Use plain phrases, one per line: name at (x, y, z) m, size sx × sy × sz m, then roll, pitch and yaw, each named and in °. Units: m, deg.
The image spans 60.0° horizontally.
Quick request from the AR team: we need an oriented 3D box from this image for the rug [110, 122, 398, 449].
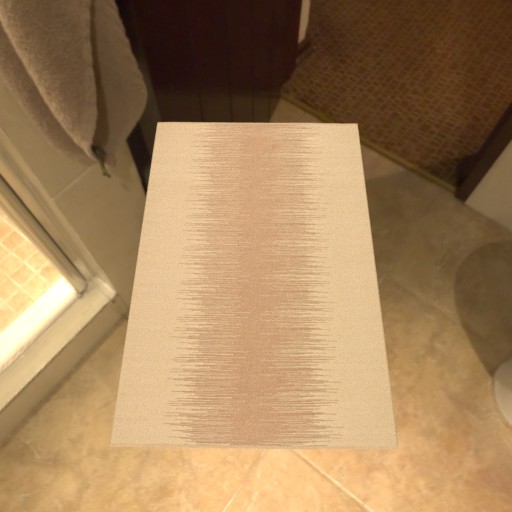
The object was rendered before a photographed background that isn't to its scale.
rug at (0.000, 0.000, 2.313) m, size 1.234 × 0.006 × 1.850 m, roll 0°, pitch 63°, yaw 0°
